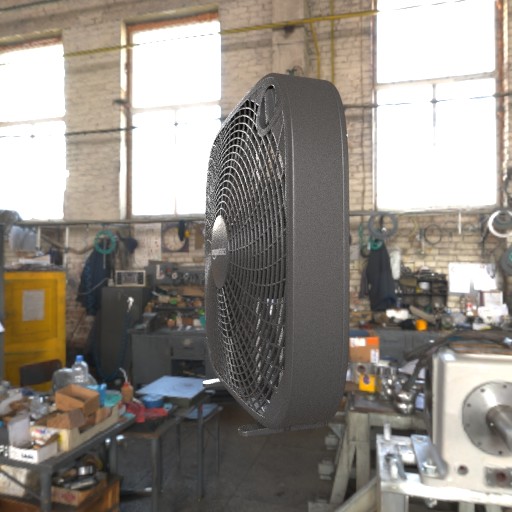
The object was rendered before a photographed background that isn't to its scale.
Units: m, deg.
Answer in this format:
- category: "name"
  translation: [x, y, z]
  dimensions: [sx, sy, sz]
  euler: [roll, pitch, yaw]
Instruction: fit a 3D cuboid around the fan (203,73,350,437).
- category: "fan"
  translation: [0.000, 0.000, 0.803]
  dimensions: [0.142, 0.533, 0.526]
  euler: [0, -1, -18]
